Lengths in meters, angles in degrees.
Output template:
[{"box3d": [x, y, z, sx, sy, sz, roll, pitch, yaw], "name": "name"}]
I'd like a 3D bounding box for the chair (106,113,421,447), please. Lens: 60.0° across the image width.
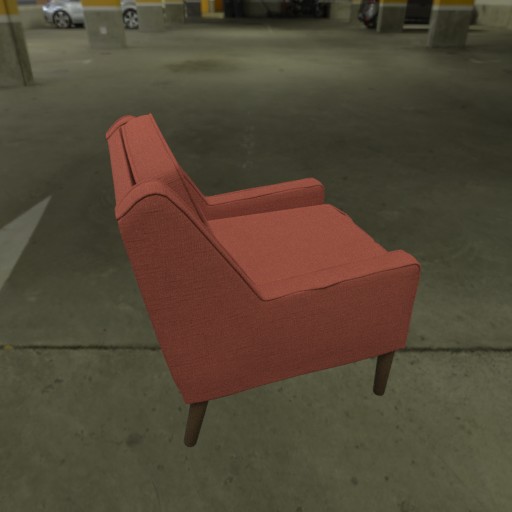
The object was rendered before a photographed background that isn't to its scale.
[{"box3d": [0.000, 0.000, 1.378, 0.770, 0.812, 0.680, -9, 32, -15], "name": "chair"}]
